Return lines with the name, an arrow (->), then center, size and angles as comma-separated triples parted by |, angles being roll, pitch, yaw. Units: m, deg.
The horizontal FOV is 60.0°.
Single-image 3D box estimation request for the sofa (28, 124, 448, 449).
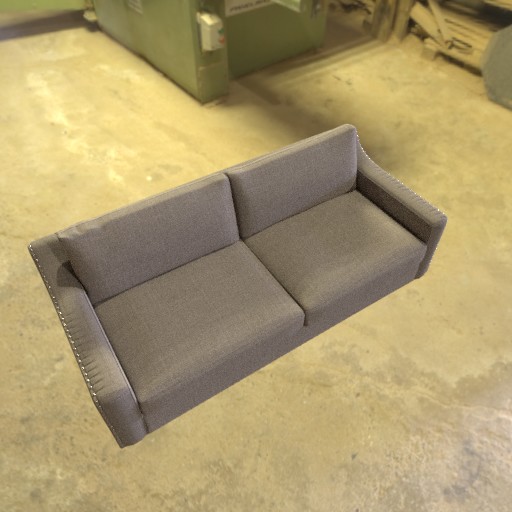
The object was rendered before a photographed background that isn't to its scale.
sofa -> 0.000, 0.000, 2.629 | 2.208, 0.857, 1.000 | -25, 52, -22
